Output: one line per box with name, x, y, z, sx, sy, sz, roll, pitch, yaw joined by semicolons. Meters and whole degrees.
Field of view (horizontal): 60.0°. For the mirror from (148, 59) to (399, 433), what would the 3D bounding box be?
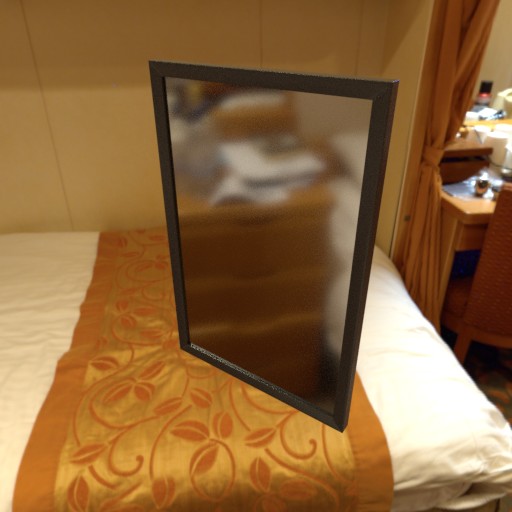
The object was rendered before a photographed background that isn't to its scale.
mirror;0.000;0.000;1.166;0.609;0.915;0.040;19;35;30
